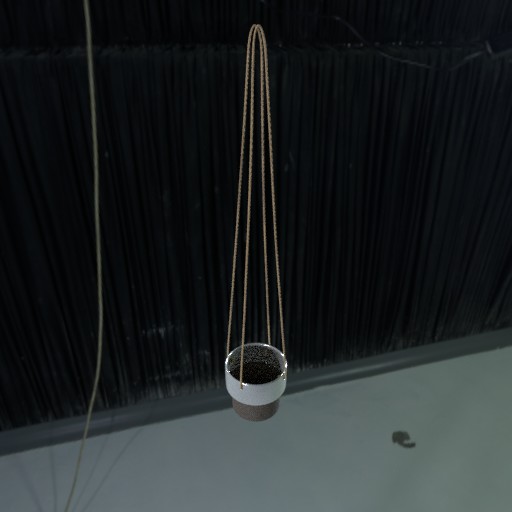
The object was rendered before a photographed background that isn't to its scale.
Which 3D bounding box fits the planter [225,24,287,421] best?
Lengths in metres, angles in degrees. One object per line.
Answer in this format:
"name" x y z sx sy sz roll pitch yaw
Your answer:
"planter" 0.000 0.000 1.158 0.187 1.073 0.187 -9 30 -16
